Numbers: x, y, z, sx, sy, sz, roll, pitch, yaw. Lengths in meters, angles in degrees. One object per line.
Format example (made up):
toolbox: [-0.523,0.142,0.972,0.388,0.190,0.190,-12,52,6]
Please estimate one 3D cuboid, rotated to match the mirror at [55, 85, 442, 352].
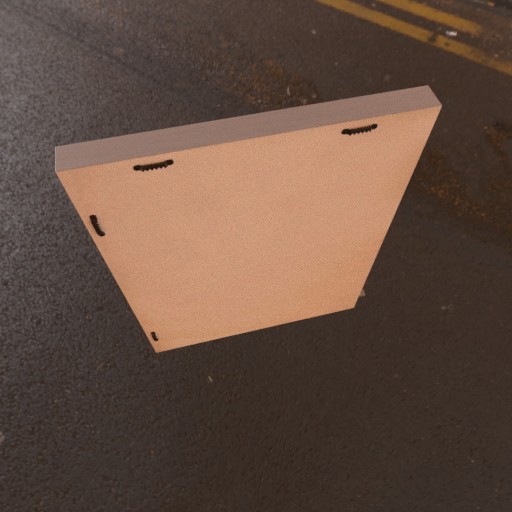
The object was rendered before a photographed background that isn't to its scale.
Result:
mirror: [0.000,0.000,0.675,0.405,0.508,0.041,-12,59,-7]
